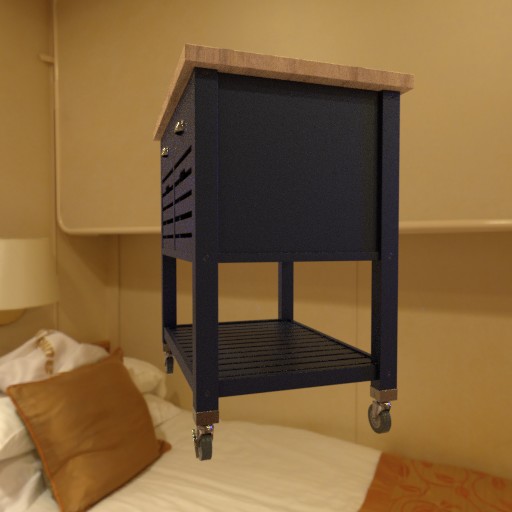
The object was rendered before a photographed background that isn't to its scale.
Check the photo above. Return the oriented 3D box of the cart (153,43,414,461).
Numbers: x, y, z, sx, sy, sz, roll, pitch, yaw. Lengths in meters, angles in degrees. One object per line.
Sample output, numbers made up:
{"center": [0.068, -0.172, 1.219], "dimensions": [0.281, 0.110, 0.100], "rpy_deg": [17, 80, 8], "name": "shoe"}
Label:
{"center": [0.000, 0.000, 1.406], "dimensions": [0.567, 0.920, 0.797], "rpy_deg": [-1, 2, -18], "name": "cart"}
